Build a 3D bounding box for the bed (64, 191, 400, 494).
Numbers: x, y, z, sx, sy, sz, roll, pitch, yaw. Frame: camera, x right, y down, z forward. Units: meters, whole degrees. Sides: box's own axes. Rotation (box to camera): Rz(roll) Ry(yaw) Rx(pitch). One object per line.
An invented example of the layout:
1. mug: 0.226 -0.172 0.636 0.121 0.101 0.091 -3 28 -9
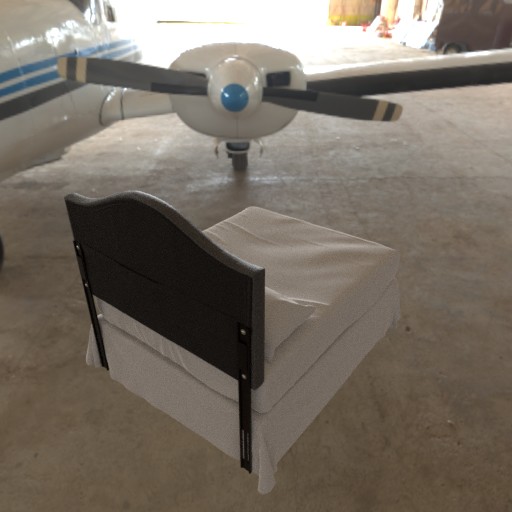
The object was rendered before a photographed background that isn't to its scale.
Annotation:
1. bed: 0.000 0.000 3.470 1.876 1.645 2.221 21 36 32
